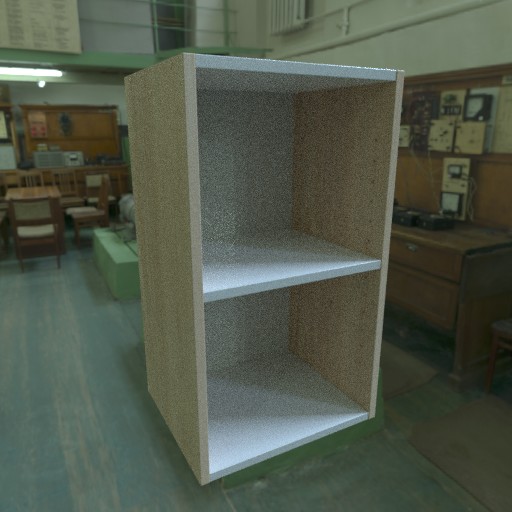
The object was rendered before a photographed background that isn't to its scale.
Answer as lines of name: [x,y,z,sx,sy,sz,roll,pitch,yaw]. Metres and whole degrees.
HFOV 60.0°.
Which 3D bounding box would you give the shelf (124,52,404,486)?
shelf: [0.000,0.000,0.786,0.350,0.600,0.290,-9,18,-27]
